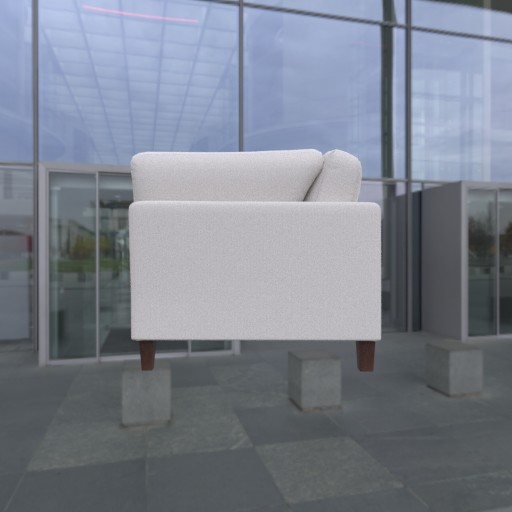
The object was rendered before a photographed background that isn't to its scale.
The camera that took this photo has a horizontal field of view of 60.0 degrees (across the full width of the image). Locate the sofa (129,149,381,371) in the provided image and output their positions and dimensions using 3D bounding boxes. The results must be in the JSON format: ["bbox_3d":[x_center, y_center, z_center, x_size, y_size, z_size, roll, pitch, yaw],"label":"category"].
[{"bbox_3d":[0.000,0.000,2.746,0.957,0.863,2.301,0,0,1],"label":"sofa"}]
